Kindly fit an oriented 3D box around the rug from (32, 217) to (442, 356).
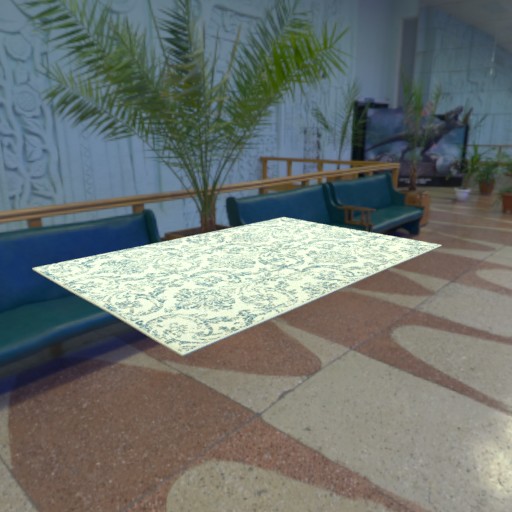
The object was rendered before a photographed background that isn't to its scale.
[{"bbox_3d":[0.000,0.000,3.511,1.819,0.018,2.746,15,22,43],"label":"rug"}]
